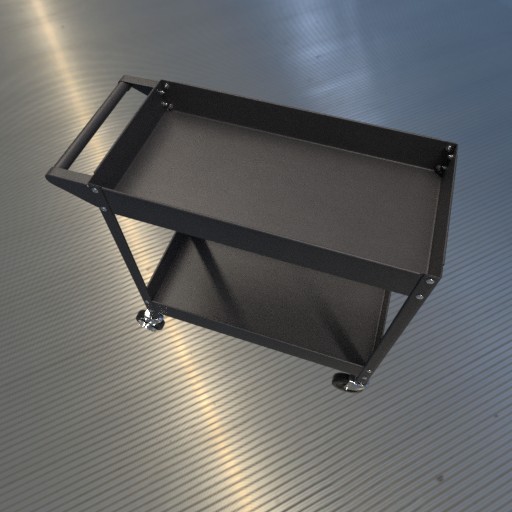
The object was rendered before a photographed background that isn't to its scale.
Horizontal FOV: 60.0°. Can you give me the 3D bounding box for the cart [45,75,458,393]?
[{"bbox_3d":[0.000,0.000,1.183,0.779,0.719,0.366,16,59,10],"label":"cart"}]
